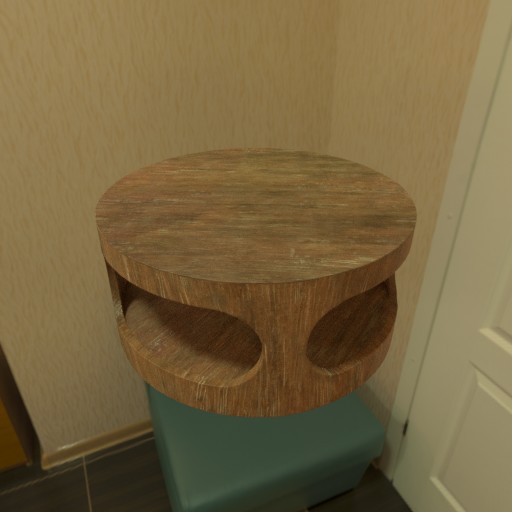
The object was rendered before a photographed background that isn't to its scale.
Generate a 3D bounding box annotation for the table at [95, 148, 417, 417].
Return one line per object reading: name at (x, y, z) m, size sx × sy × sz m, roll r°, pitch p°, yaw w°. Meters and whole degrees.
table at (0.000, 0.000, 1.521) m, size 0.974 × 0.450 × 0.974 m, roll 0°, pitch 31°, yaw 0°
